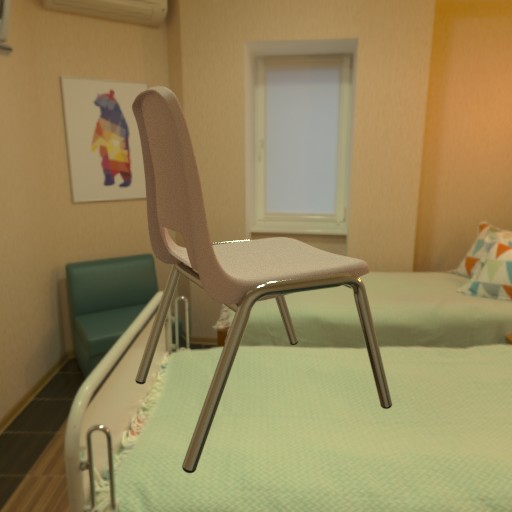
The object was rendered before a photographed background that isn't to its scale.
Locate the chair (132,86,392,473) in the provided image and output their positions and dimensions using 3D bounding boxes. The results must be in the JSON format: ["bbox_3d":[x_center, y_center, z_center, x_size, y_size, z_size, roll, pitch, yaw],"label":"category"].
[{"bbox_3d":[0.000,0.000,0.853,0.423,0.586,0.354,-7,15,-27],"label":"chair"}]
